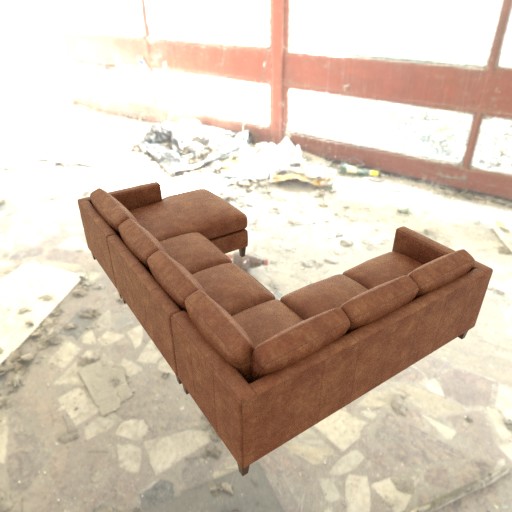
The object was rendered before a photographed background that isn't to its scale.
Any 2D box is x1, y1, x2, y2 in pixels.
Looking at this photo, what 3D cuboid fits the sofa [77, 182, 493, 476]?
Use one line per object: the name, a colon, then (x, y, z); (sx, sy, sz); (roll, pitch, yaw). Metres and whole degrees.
sofa: (0.000, 0.000, 4.356); (2.452, 0.888, 3.324); (-19, 36, -28)
